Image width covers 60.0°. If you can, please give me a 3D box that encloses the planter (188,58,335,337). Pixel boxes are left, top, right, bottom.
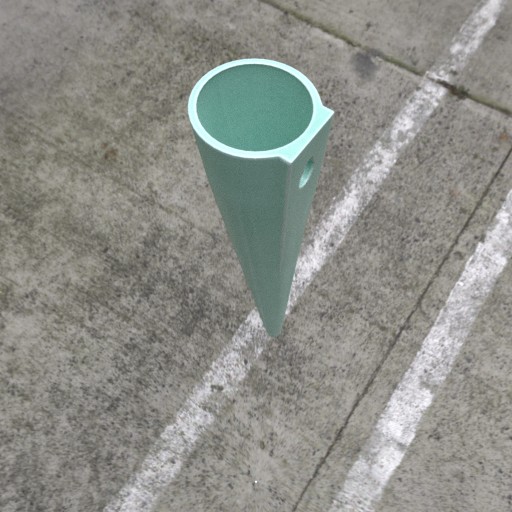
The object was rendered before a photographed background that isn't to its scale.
[{"bbox_3d":[0.000,0.000,0.297,0.055,0.268,0.054,32,67,15],"label":"planter"}]
